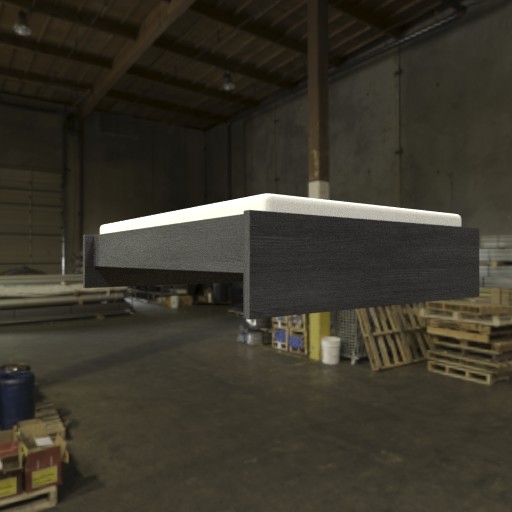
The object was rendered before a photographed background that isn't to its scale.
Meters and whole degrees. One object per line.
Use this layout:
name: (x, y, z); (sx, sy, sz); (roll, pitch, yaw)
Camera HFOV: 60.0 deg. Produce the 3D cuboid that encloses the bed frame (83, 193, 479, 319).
bed frame: (0.000, 0.000, 2.680); (1.490, 0.432, 1.950); (0, 0, -36)
